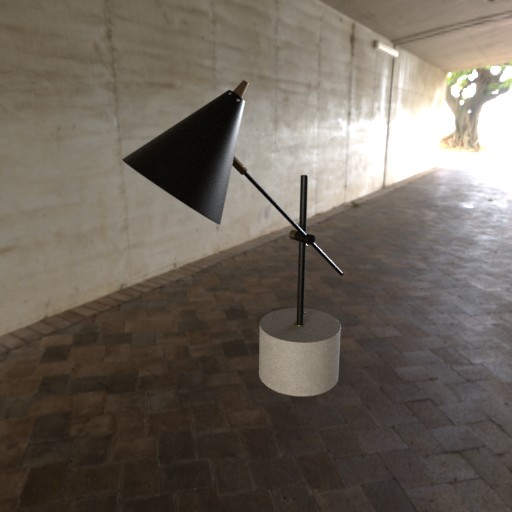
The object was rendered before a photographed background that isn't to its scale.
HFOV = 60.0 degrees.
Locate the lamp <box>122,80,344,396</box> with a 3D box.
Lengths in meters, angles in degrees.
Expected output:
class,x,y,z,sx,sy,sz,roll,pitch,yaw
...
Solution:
class,x,y,z,sx,sy,sz,roll,pitch,yaw
lamp,0.000,0.000,0.715,0.403,0.518,0.214,-8,18,-24
